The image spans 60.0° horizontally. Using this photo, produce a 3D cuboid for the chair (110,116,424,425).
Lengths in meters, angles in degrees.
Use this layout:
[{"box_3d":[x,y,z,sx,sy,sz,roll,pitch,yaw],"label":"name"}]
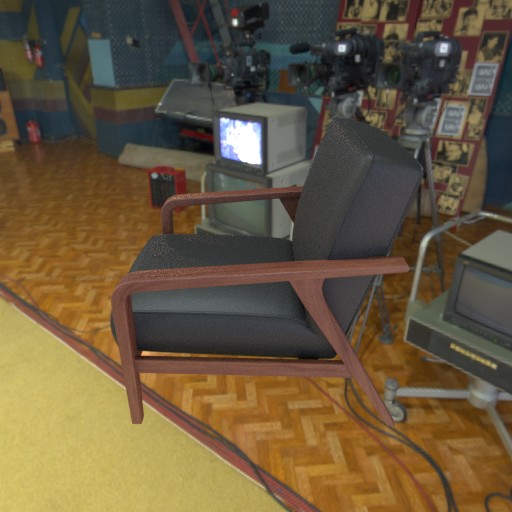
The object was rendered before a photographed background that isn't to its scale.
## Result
[{"box_3d":[0.000,0.000,1.523,0.889,0.861,0.719,0,26,1],"label":"chair"}]
